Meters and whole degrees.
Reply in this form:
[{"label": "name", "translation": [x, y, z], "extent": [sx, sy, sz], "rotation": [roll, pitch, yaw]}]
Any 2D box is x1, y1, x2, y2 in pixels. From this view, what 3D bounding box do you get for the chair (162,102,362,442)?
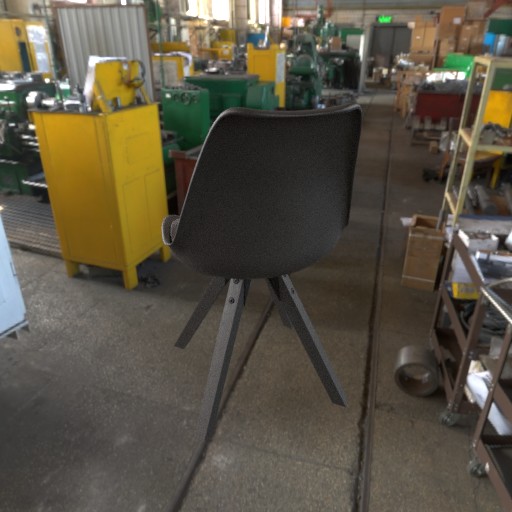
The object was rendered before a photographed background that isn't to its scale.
[{"label": "chair", "translation": [0.000, 0.000, 1.209], "extent": [0.485, 0.850, 0.550], "rotation": [-8, 27, -15]}]
